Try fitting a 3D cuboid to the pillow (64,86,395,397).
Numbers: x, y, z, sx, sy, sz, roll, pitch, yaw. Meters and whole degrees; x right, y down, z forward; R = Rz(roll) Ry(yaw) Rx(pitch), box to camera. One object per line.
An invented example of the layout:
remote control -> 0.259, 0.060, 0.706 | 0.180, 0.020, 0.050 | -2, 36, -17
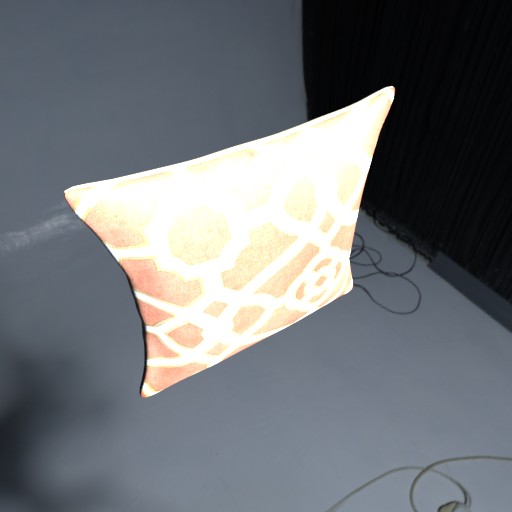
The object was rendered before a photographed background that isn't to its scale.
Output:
pillow -> 0.000, 0.000, 0.819 | 0.552, 0.508, 0.166 | -24, 50, -22
